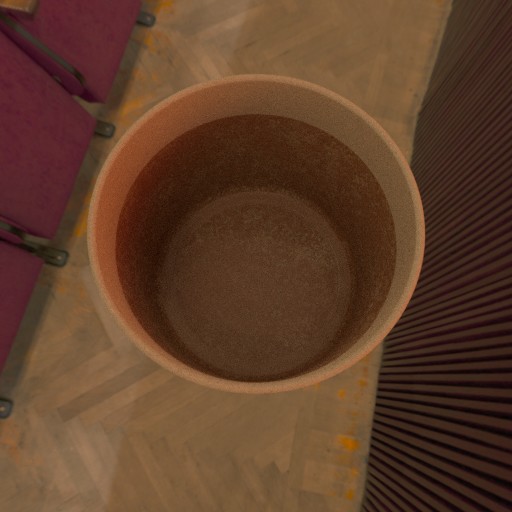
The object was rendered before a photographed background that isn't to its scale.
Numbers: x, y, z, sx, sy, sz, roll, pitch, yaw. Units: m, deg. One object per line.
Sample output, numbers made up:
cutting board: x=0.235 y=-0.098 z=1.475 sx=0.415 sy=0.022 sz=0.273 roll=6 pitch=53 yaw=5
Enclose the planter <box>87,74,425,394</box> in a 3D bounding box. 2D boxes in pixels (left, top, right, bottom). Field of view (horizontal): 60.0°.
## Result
planter: x=0.000 y=0.000 z=0.274 sx=0.159 sy=0.138 sz=0.159 roll=0 pitch=74 yaw=0
